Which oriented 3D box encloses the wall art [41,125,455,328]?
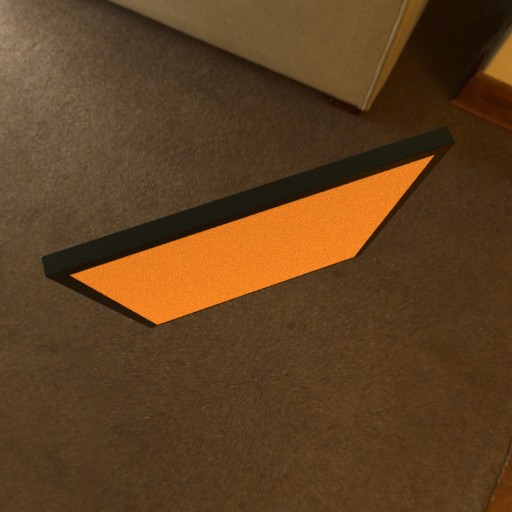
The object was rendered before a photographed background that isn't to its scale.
[{"bbox_3d":[0.000,0.000,1.139,0.755,0.761,0.038,-19,75,-5],"label":"wall art"}]
